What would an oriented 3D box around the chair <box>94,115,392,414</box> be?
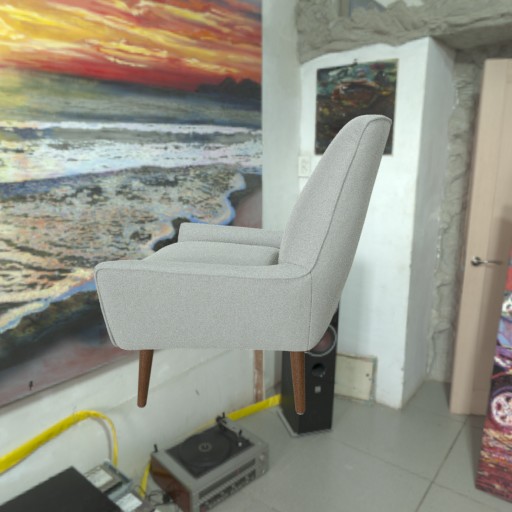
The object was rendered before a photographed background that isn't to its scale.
[{"bbox_3d":[0.000,0.000,1.516,0.822,0.888,0.787,2,13,8],"label":"chair"}]
